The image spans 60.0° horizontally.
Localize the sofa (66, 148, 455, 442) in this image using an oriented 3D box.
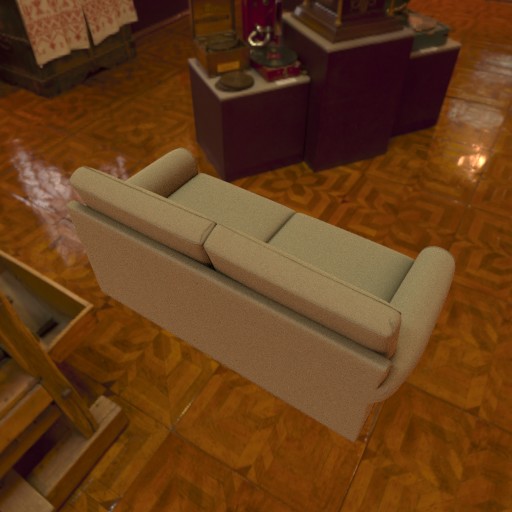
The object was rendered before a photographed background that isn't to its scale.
[{"bbox_3d":[0.000,0.000,2.427,1.930,0.952,0.940,25,51,22],"label":"sofa"}]
